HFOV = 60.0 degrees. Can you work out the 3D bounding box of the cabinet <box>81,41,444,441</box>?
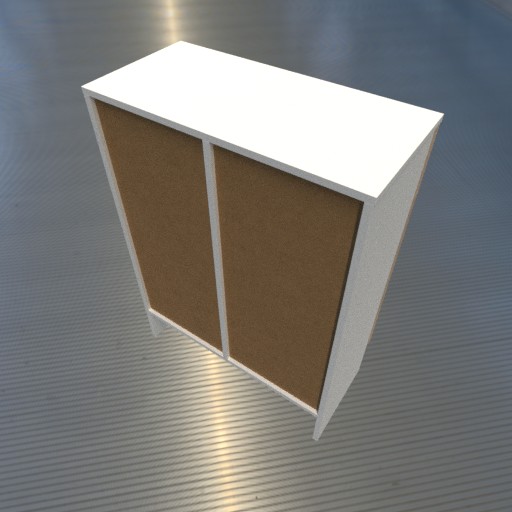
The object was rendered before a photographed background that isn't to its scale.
[{"bbox_3d":[0.000,0.000,1.094,0.600,0.815,0.296,26,51,23],"label":"cabinet"}]
